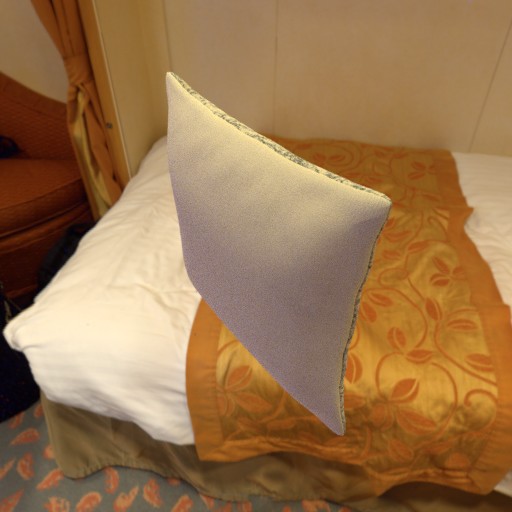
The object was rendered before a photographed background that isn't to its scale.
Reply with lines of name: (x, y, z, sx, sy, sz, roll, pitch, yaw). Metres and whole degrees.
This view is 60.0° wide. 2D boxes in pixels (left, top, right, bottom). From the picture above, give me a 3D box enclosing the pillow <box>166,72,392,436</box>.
pillow: (0.000, 0.000, 0.797, 0.166, 0.510, 0.523, -25, 46, -27)
